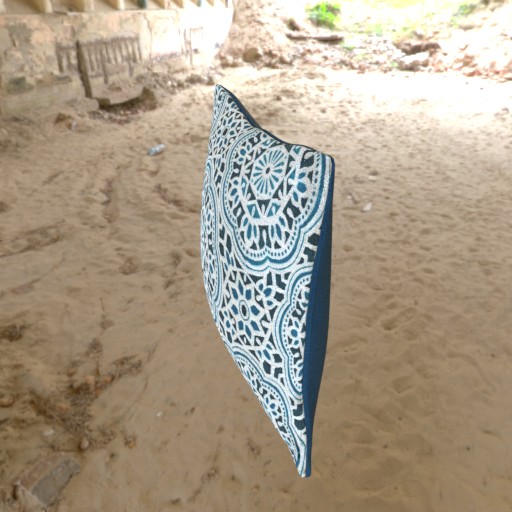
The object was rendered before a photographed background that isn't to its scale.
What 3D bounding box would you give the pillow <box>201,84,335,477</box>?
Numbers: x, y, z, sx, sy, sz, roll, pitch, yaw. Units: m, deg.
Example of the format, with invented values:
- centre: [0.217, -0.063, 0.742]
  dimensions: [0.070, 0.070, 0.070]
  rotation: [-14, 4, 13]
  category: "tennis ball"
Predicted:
- centre: [0.000, 0.000, 0.643]
  dimensions: [0.145, 0.420, 0.440]
  rotation: [-9, 31, -15]
  category: "pillow"
